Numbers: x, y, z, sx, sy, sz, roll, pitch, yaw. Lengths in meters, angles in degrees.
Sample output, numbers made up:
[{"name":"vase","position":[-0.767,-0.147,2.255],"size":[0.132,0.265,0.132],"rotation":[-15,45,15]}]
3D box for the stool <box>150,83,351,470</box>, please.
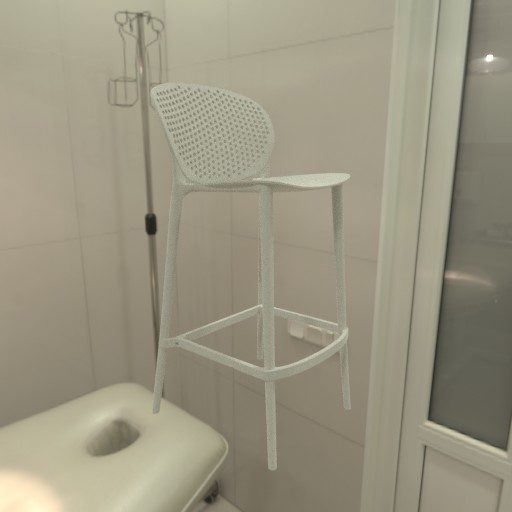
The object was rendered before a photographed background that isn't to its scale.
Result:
[{"name":"stool","position":[0.000,0.000,1.379],"size":[0.535,1.045,0.536],"rotation":[13,19,41]}]
